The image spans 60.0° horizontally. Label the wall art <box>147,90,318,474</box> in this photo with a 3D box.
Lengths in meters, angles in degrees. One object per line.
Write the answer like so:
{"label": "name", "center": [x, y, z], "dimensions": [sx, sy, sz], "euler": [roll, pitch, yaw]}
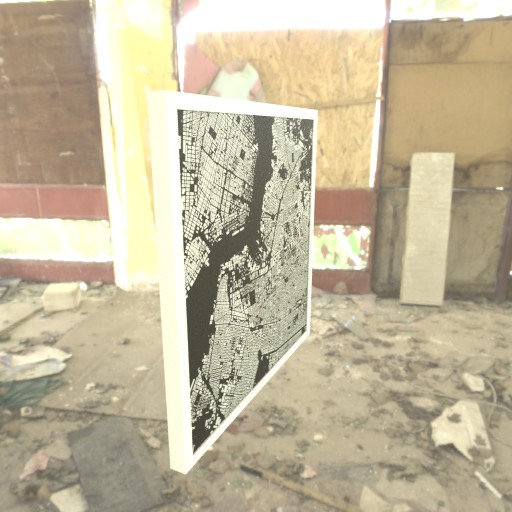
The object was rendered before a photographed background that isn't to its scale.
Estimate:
{"label": "wall art", "center": [0.000, 0.000, 1.169], "dimensions": [0.050, 0.762, 0.761], "euler": [8, 17, 26]}
